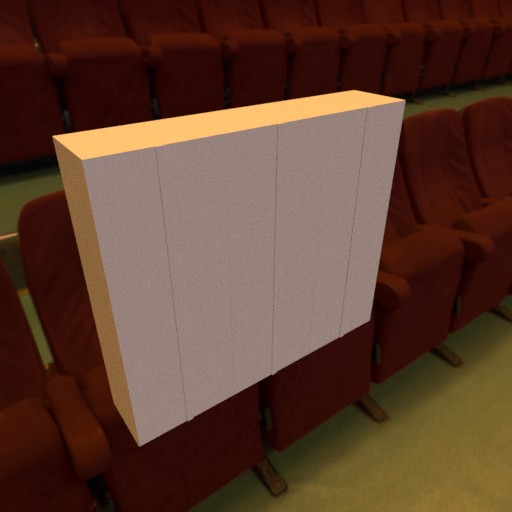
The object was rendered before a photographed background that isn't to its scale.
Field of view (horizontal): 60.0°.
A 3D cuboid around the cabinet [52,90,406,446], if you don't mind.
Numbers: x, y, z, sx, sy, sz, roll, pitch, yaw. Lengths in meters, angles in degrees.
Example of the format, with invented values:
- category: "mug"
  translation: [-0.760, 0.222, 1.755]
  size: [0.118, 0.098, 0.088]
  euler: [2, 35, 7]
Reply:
- category: "cabinet"
  translation: [0.000, 0.000, 3.828]
  size: [2.700, 2.370, 0.590]
  euler: [-20, 36, -31]
